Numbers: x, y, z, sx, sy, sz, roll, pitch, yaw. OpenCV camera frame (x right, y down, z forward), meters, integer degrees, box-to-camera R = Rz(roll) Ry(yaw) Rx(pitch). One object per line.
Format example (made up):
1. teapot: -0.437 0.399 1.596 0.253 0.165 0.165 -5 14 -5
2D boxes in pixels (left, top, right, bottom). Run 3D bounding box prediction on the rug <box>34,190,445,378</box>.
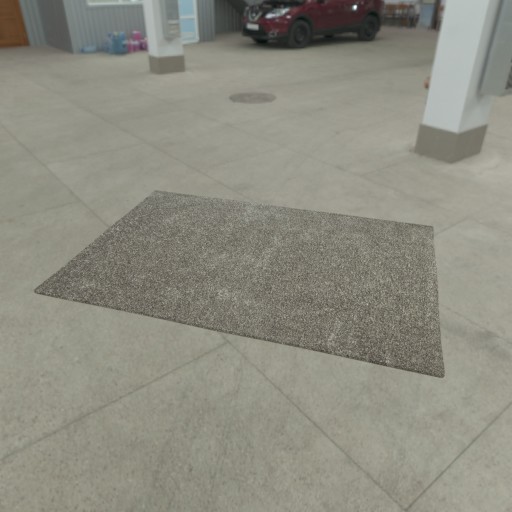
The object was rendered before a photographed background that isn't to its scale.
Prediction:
1. rug: 0.000 0.000 3.485 2.699 0.026 1.802 9 33 14
